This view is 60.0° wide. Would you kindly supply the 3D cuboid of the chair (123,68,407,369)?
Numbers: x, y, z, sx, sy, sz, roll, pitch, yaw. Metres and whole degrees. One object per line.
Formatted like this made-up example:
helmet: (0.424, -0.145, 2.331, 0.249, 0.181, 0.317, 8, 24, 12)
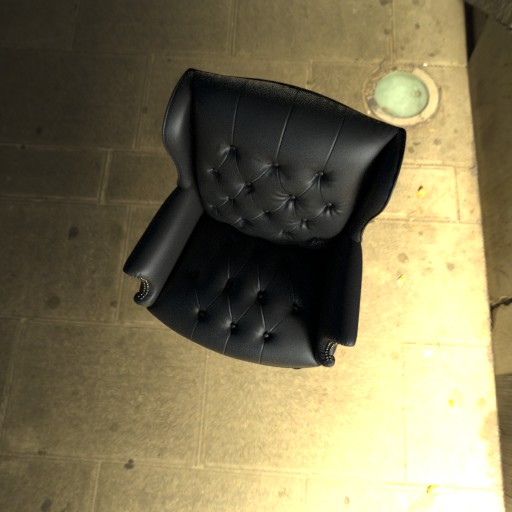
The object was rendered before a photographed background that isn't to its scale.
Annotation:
chair: (0.000, 0.000, 1.670, 0.838, 1.111, 0.762, 18, 76, 4)
